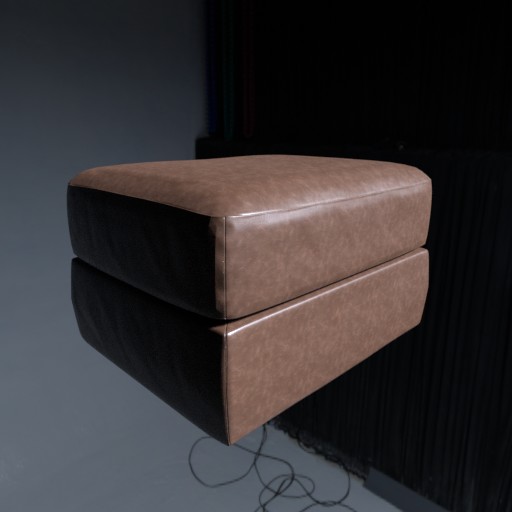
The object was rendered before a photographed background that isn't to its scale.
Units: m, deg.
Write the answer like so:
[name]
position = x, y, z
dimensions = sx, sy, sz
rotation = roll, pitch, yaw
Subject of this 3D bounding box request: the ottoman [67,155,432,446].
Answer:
[ottoman]
position = 0.000, 0.000, 1.129
dimensions = 0.751, 0.476, 0.603
rotation = -16, 22, -42
